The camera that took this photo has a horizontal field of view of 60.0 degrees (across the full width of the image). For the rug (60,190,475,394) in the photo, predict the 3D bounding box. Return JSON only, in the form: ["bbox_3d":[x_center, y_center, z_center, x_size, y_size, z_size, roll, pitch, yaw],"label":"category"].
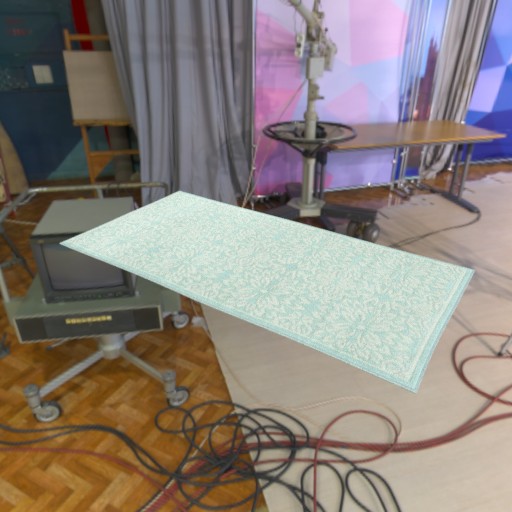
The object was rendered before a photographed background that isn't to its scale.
[{"bbox_3d":[0.000,0.000,1.441,1.219,0.007,0.604,18,34,29],"label":"rug"}]
